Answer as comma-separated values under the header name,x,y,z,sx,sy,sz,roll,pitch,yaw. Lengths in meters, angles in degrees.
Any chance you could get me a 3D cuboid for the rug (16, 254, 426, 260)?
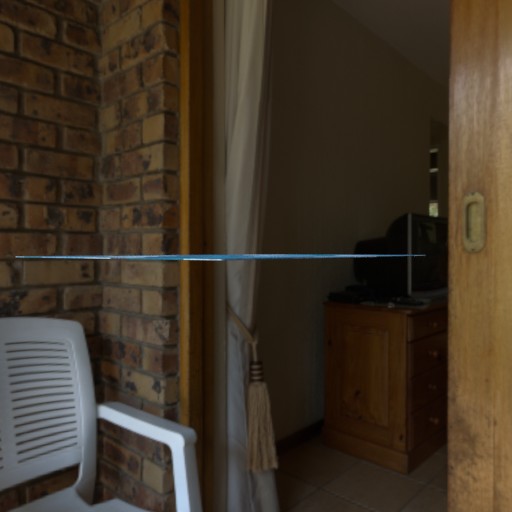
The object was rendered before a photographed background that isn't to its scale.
name,x,y,z,sx,sy,sz,roll,pitch,yaw
rug,0.000,0.000,2.961,1.528,0.005,2.420,0,1,37
